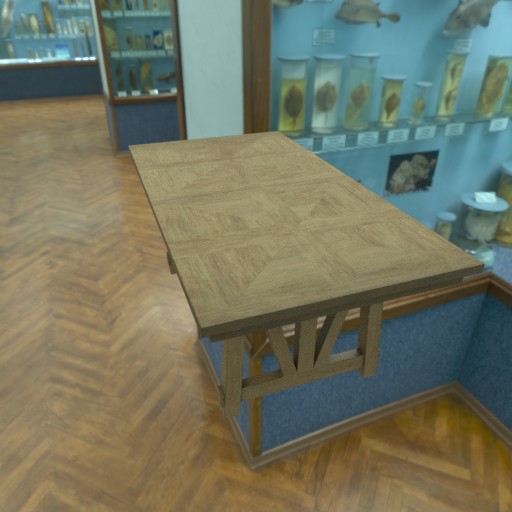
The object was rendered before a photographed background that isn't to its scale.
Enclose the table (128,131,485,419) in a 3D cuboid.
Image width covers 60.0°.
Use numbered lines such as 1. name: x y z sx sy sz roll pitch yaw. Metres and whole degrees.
1. table: 0.000 0.000 2.354 1.016 0.768 1.881 -10 32 -17
